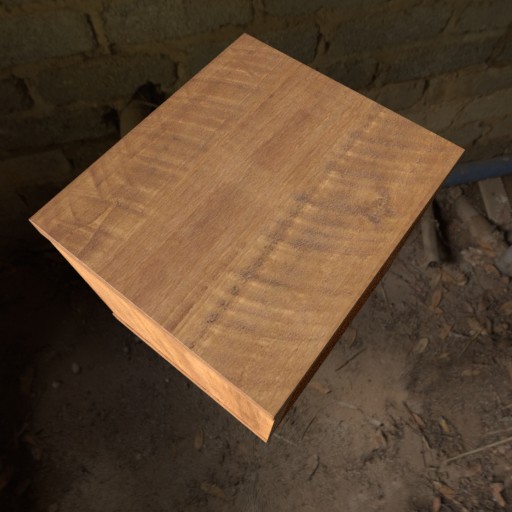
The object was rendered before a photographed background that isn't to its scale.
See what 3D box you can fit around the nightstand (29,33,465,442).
[{"bbox_3d":[0.000,0.000,0.871,0.436,0.491,0.493,35,69,16],"label":"nightstand"}]
